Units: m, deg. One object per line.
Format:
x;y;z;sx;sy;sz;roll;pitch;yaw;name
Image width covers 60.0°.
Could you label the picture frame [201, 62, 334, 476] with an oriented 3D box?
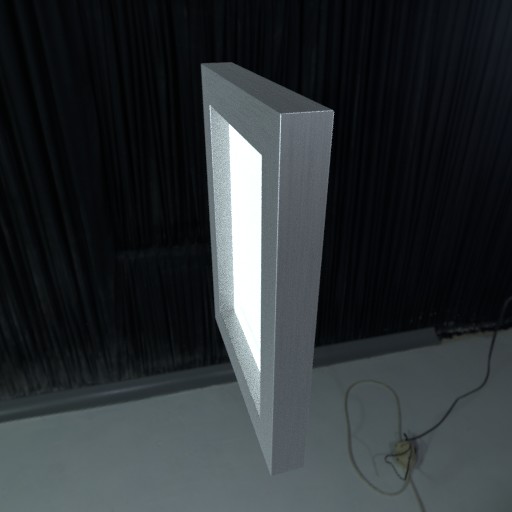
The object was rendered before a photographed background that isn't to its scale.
0.000;0.000;0.278;0.028;0.208;0.157;-8;31;-14;picture frame
